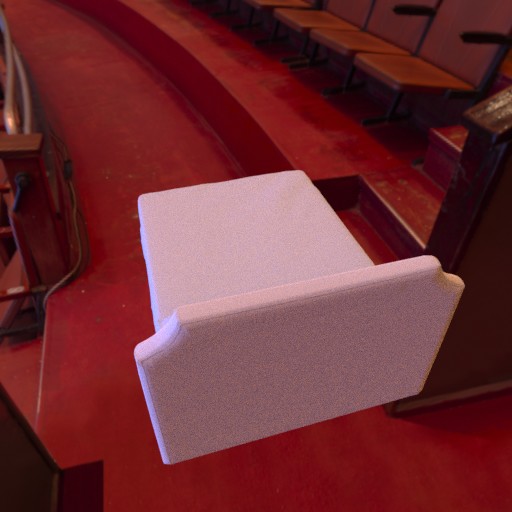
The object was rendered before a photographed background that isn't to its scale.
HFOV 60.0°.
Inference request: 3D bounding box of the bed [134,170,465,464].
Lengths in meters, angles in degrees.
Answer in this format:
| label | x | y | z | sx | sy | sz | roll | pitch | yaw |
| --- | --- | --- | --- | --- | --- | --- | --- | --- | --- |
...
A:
| label | x | y | z | sx | sy | sz | roll | pitch | yaw |
| --- | --- | --- | --- | --- | --- | --- | --- | --- | --- |
| bed | 0.000 | 0.000 | 3.327 | 1.828 | 1.297 | 2.164 | -11 | 42 | -12 |
